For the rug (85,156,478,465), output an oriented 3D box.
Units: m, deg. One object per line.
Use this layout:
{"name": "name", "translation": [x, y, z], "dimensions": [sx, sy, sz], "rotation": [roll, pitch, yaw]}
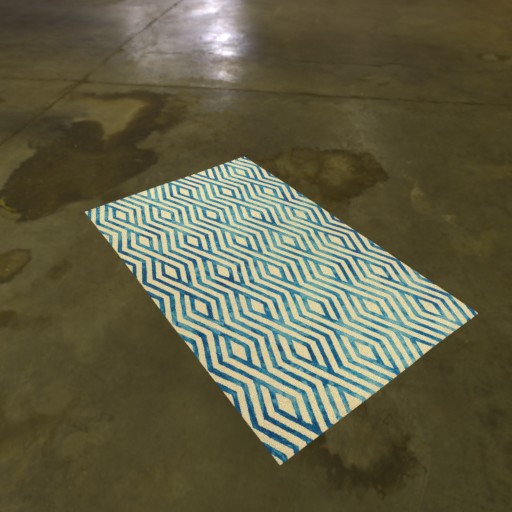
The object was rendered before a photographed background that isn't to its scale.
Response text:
{"name": "rug", "translation": [0.000, 0.000, 3.066], "dimensions": [1.531, 0.008, 2.439], "rotation": [-26, 47, -27]}
